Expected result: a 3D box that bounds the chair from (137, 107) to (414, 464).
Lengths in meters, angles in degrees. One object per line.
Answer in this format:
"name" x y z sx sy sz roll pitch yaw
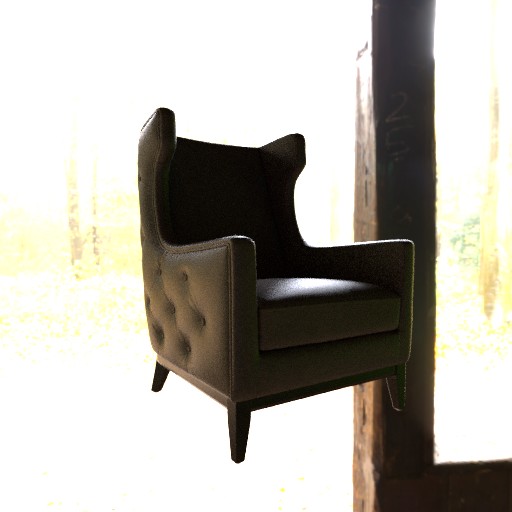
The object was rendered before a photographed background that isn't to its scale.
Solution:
"chair" 0.000 0.000 1.684 0.769 1.079 0.899 -1 1 -35
